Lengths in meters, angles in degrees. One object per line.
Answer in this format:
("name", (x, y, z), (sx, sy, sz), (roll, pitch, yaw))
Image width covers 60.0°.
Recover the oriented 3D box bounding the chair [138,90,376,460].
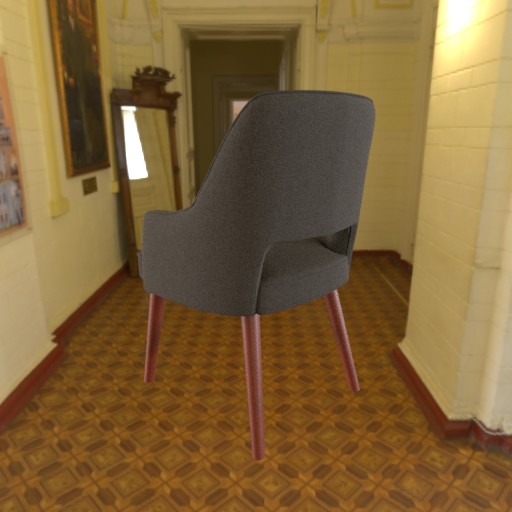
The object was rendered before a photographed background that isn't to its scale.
("chair", (0.000, 0.000, 1.252), (0.559, 0.838, 0.560), (-15, 21, -43))
